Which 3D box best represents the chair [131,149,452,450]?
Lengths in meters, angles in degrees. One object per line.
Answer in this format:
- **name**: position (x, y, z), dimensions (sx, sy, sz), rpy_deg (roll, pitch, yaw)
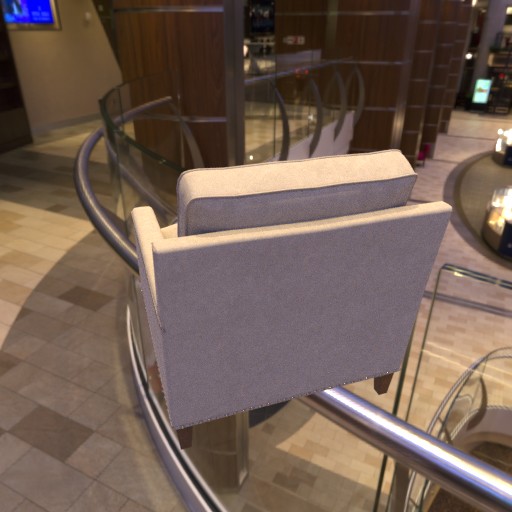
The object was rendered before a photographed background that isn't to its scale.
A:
- **chair**: position (0.000, 0.000, 1.707), dimensions (0.853, 0.943, 1.014), rpy_deg (-9, 29, -17)
